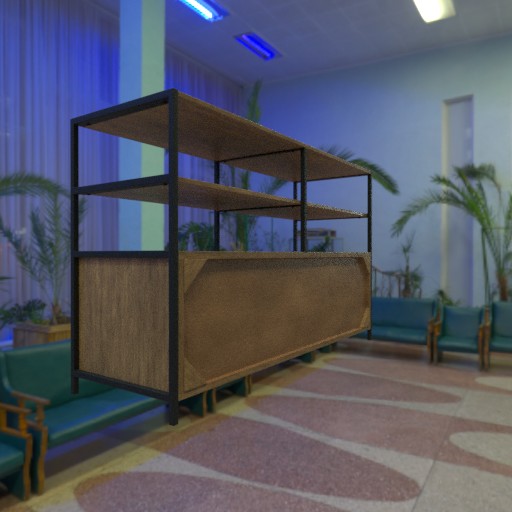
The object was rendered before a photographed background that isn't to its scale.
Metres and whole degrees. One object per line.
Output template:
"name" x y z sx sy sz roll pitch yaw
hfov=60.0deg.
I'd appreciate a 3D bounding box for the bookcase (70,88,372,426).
"bookcase" 0.000 0.000 1.511 0.391 0.712 1.149 0 0 35
